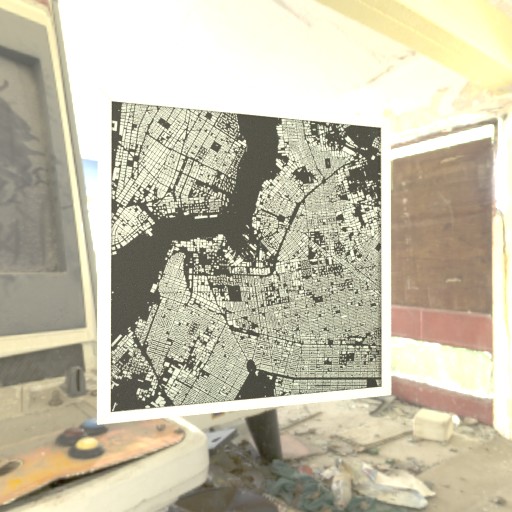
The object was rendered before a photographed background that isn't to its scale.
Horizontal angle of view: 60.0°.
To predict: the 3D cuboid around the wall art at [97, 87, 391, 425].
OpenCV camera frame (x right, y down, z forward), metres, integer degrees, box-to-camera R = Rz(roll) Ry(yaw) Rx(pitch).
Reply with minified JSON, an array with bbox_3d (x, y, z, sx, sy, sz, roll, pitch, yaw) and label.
[{"bbox_3d":[0.000,0.000,1.133,0.761,0.762,0.050,0,-1,-17],"label":"wall art"}]
